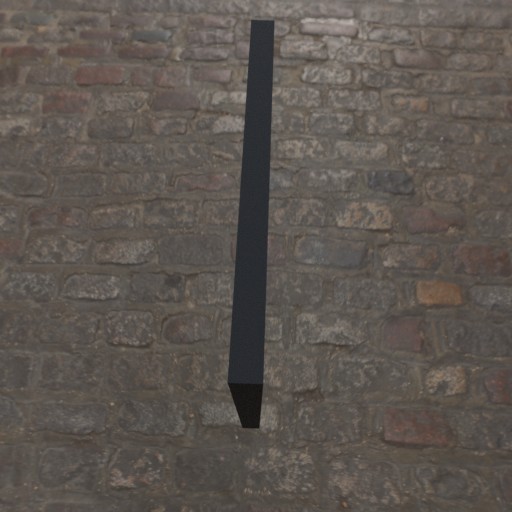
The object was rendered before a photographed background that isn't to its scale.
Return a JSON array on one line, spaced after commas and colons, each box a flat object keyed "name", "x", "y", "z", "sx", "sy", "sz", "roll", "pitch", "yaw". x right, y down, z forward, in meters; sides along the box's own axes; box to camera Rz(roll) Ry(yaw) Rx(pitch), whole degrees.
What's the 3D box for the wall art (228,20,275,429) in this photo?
[{"name": "wall art", "x": 0.000, "y": 0.000, "z": 0.684, "sx": 0.030, "sy": 0.458, "sz": 0.462, "roll": 2, "pitch": 64, "yaw": 1}]
